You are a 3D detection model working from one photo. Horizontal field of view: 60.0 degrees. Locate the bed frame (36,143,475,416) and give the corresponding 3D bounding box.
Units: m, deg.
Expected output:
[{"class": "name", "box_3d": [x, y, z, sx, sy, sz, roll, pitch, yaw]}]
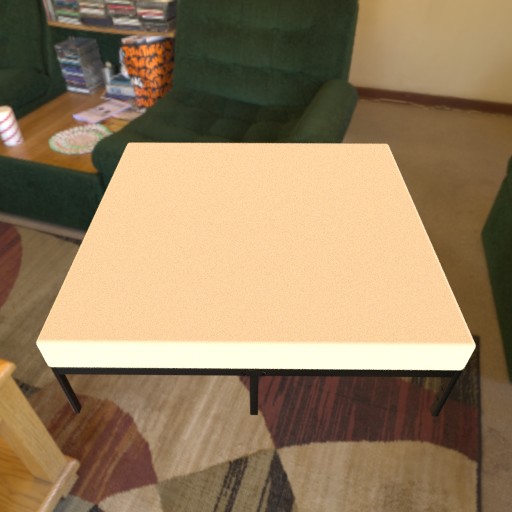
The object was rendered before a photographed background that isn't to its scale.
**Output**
[{"class": "bed frame", "box_3d": [0.000, 0.000, 2.998, 2.079, 0.659, 1.963, 0, 42, 0]}]
